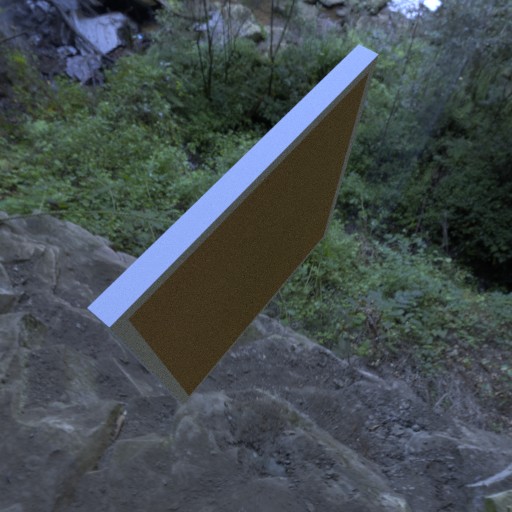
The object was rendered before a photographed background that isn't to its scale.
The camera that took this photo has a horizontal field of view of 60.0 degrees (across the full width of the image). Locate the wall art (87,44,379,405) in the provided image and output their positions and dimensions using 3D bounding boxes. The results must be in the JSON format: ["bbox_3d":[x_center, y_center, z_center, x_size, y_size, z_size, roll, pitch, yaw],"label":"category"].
[{"bbox_3d":[0.000,0.000,0.460,0.020,0.307,0.307,36,68,16],"label":"wall art"}]
